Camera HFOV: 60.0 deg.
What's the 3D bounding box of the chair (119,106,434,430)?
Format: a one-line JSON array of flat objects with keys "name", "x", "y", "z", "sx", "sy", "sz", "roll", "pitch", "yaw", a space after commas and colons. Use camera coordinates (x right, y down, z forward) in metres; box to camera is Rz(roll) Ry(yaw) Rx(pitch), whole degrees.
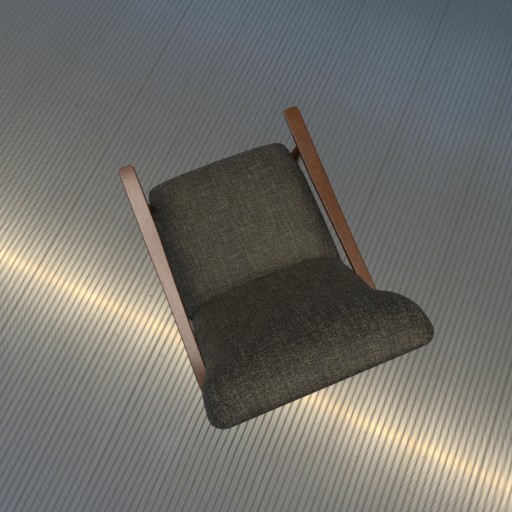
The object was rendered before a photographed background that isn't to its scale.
[{"name": "chair", "x": 0.000, "y": 0.000, "z": 1.734, "sx": 0.762, "sy": 1.082, "sz": 1.014, "roll": -21, "pitch": 77, "yaw": -5}]
